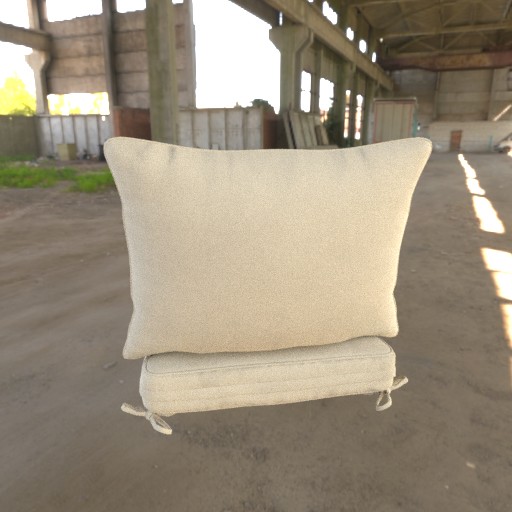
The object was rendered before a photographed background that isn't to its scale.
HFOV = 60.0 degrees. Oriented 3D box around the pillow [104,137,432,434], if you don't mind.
[{"bbox_3d":[0.000,0.000,1.367,0.798,0.716,0.733,-3,16,-10],"label":"pillow"}]
